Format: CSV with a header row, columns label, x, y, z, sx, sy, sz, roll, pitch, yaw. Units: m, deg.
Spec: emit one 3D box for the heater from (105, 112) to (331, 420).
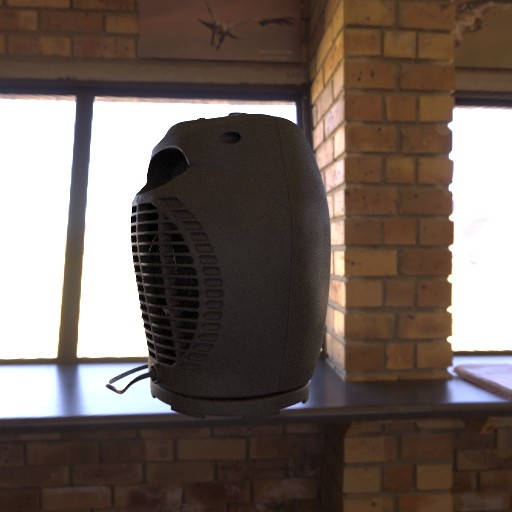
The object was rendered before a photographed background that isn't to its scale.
label,x,y,z,sx,sy,sz,roll,pitch,yaw
heater,0.000,0.000,0.471,0.291,0.255,0.239,0,1,-36
